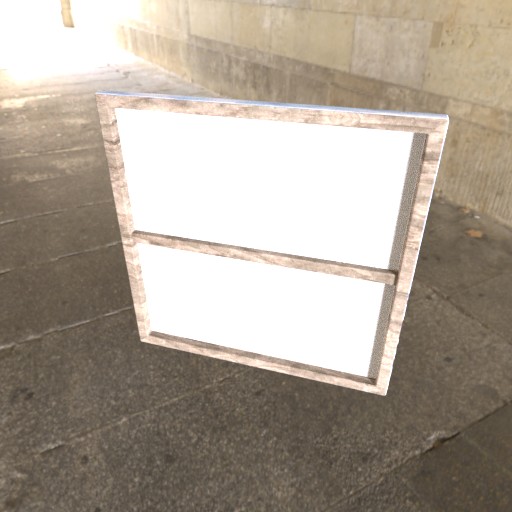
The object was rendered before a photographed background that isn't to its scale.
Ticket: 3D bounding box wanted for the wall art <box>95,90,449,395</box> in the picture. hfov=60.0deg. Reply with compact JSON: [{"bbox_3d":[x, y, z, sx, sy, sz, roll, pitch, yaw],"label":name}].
[{"bbox_3d":[0.000,0.000,1.112,0.747,0.747,0.035,9,33,14],"label":"wall art"}]
